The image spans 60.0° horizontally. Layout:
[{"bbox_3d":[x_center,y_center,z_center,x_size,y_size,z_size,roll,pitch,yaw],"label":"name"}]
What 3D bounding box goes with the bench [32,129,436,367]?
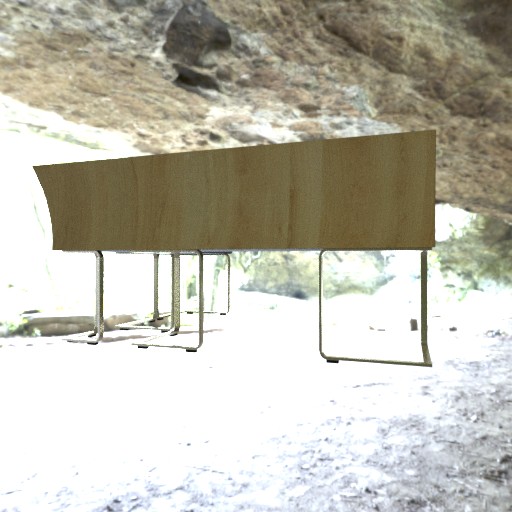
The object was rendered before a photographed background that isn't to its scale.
[{"bbox_3d":[0.000,0.000,2.681,1.945,0.930,1.495,0,-1,19],"label":"bench"}]
